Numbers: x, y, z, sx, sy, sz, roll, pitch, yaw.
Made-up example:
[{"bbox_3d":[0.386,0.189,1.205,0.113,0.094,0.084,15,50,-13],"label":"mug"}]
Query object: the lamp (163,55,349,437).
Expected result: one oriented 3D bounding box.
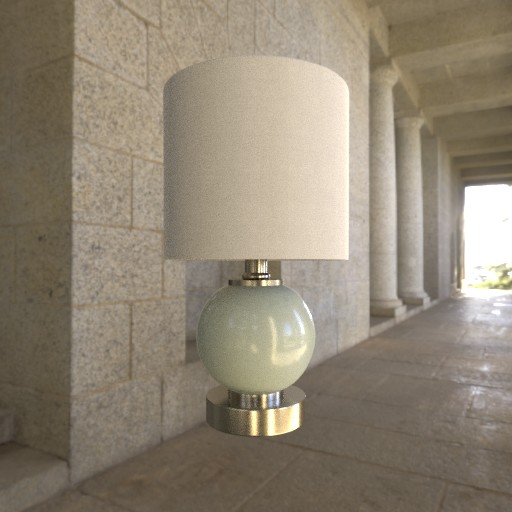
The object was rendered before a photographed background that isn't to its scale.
[{"bbox_3d":[0.000,0.000,0.487,0.201,0.353,0.201,0,-1,1],"label":"lamp"}]
